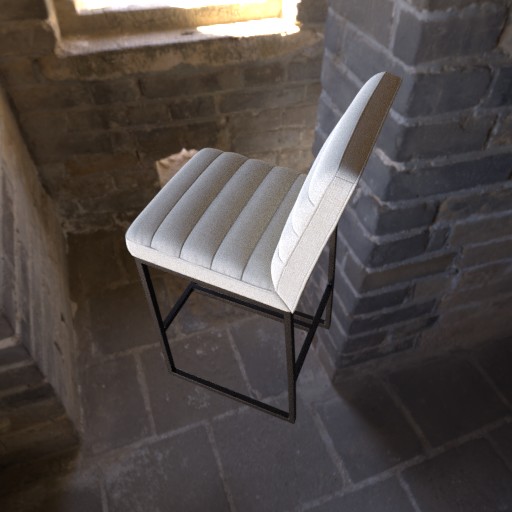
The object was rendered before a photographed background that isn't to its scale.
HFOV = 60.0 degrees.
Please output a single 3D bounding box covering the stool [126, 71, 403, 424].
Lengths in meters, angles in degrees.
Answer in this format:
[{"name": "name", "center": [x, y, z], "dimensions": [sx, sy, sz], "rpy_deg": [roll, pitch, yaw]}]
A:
[{"name": "stool", "center": [0.000, 0.000, 1.326], "dimensions": [0.560, 1.040, 0.460], "rpy_deg": [17, 49, 16]}]
